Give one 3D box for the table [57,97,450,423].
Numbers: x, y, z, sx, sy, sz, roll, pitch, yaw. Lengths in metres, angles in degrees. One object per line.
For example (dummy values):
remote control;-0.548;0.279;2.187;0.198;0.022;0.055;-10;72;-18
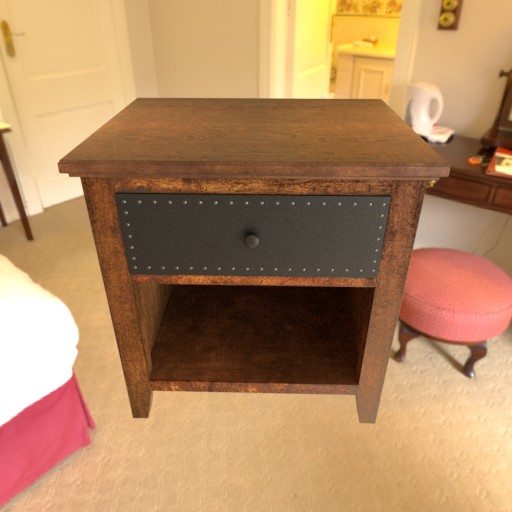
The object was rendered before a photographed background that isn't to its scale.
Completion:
table;0.000;0.000;1.002;0.586;0.597;0.461;1;31;1
